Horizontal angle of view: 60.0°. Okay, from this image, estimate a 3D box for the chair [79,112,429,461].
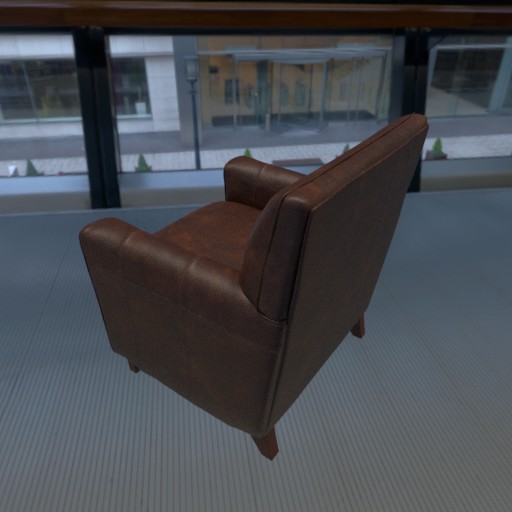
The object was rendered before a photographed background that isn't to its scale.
[{"bbox_3d":[0.000,0.000,1.576,0.823,0.943,0.870,20,37,29],"label":"chair"}]
